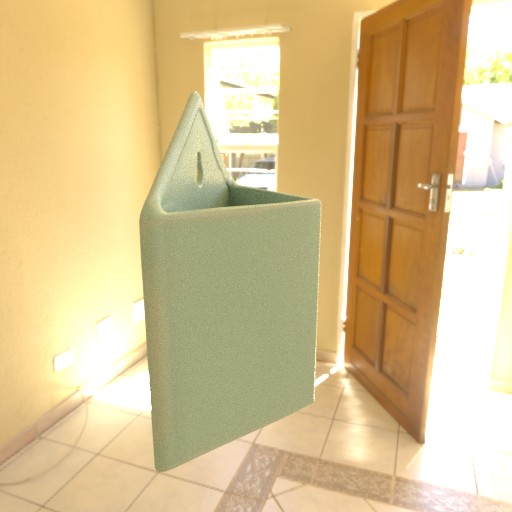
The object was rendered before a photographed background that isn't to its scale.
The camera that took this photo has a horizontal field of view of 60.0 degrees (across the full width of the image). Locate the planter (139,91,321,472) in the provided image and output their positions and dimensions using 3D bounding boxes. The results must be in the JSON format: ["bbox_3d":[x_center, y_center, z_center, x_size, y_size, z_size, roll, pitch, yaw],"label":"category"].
[{"bbox_3d":[0.000,0.000,0.279,0.079,0.197,0.164,3,15,11],"label":"planter"}]
